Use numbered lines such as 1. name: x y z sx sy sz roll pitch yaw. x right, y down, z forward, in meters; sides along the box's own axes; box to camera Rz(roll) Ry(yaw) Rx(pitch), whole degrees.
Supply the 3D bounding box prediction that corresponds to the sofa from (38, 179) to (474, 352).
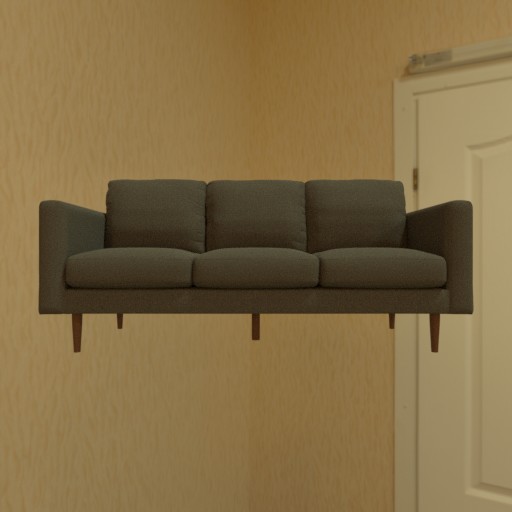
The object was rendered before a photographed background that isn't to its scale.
1. sofa: 0.000 0.000 2.417 2.029 0.912 0.802 0 0 0
